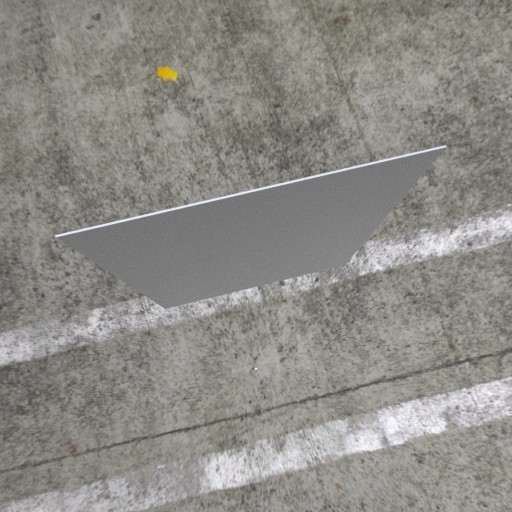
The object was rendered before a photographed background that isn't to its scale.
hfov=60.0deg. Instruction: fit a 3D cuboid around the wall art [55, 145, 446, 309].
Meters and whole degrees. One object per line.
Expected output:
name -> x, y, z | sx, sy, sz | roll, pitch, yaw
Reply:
wall art -> 0.000, 0.000, 0.799 | 0.457, 0.609, 0.003 | -13, 76, -3
